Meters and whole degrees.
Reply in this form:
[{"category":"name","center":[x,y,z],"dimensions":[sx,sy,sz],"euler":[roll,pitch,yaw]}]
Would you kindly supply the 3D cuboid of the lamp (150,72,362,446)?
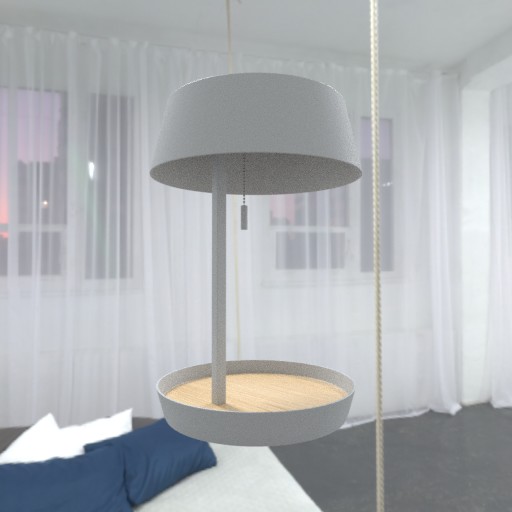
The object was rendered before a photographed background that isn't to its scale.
[{"category":"lamp","center":[0.000,0.000,0.620],"dimensions":[0.291,0.429,0.291],"euler":[0,-1,0]}]
